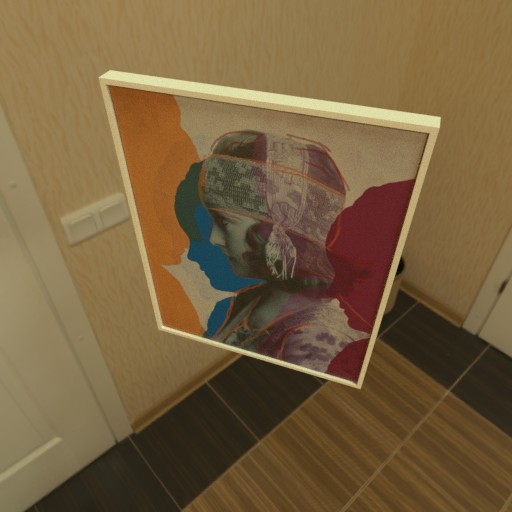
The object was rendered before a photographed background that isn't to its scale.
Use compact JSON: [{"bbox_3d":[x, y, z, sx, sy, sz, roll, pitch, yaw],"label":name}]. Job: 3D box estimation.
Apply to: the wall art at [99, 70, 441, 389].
[{"bbox_3d":[0.000,0.000,0.743,0.443,0.549,0.030,13,44,14],"label":"wall art"}]
